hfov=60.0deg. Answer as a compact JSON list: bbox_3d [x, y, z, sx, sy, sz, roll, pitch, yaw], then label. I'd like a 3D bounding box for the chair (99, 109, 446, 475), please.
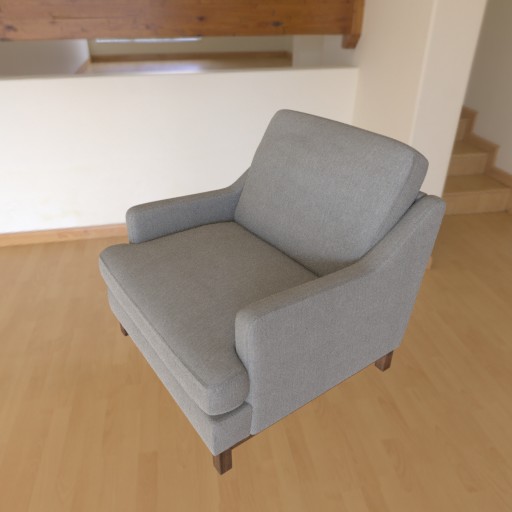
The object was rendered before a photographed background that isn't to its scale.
[{"bbox_3d":[0.000,0.000,1.540,0.892,0.821,0.826,-20,36,-30],"label":"chair"}]
